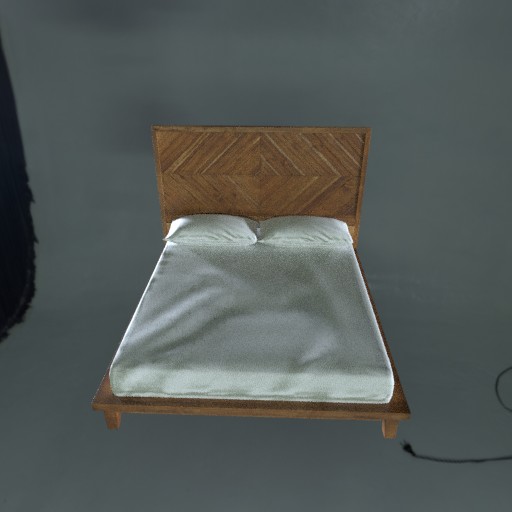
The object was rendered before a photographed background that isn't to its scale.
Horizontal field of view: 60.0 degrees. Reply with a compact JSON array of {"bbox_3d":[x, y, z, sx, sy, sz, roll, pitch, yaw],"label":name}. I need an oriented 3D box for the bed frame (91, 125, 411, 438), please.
[{"bbox_3d":[0.000,0.000,3.549,2.038,1.537,2.235,1,29,2],"label":"bed frame"}]
